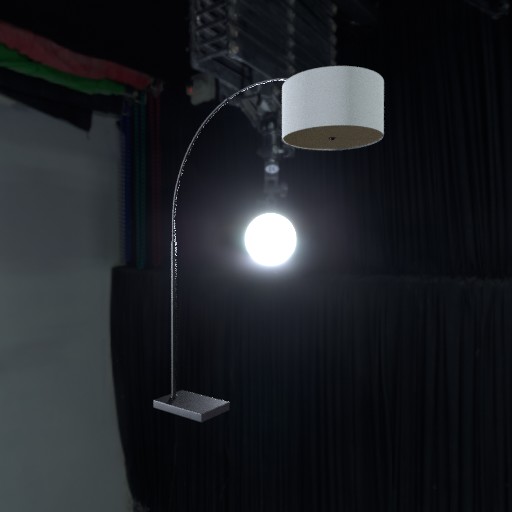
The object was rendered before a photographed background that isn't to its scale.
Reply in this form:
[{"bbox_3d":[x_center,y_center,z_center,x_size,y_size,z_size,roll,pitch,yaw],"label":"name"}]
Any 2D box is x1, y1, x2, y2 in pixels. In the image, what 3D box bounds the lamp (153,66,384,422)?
[{"bbox_3d":[0.000,0.000,2.479,1.424,1.927,0.493,0,1,36],"label":"lamp"}]
